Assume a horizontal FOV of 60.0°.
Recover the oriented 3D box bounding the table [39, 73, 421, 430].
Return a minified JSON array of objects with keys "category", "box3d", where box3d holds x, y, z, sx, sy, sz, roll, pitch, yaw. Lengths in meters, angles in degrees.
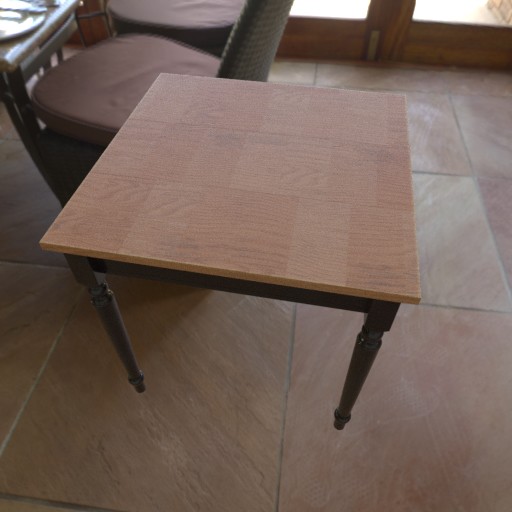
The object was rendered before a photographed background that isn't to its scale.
[{"category":"table","box3d":[0.000,0.000,1.362,0.747,0.738,0.747,8,48,7]}]
